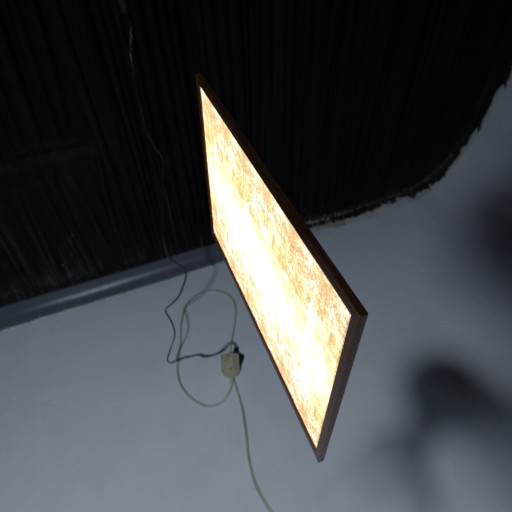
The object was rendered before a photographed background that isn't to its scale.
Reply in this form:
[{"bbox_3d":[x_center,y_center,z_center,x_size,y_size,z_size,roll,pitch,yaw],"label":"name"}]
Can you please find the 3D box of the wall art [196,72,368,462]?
[{"bbox_3d":[0.000,0.000,1.070,0.014,0.559,0.816,-16,48,-15],"label":"wall art"}]
